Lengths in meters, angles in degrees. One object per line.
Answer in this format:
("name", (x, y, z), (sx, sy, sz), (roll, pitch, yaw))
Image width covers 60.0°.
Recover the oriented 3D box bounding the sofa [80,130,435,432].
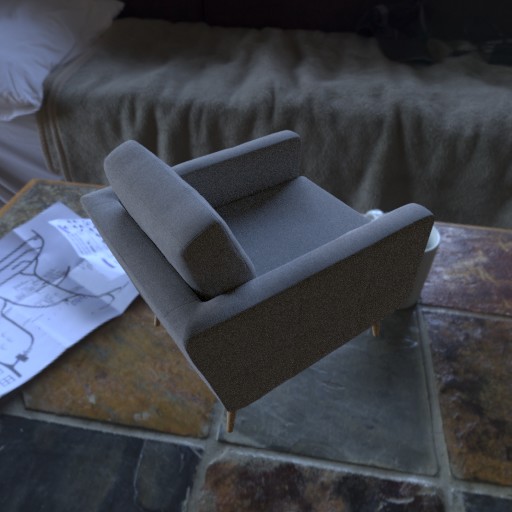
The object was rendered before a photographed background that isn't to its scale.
("sofa", (0.000, 0.000, 1.566), (0.920, 0.860, 0.770), (-25, 47, -26))
